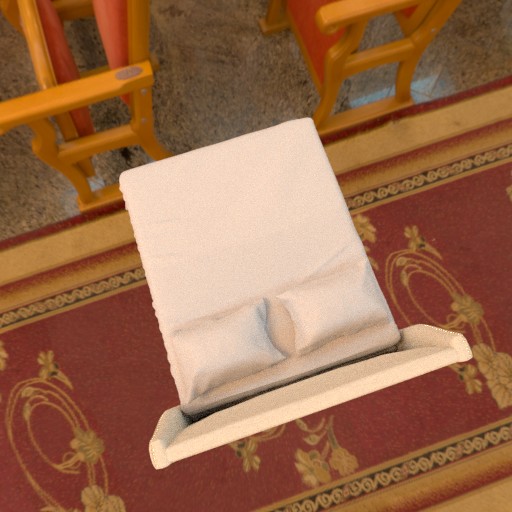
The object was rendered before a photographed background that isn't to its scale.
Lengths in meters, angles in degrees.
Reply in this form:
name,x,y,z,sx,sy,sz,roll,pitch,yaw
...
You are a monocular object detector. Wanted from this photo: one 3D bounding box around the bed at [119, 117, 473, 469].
name,x,y,z,sx,sy,sz,roll,pitch,yaw
bed,0.000,0.000,3.361,1.925,1.332,2.276,-18,76,-5
